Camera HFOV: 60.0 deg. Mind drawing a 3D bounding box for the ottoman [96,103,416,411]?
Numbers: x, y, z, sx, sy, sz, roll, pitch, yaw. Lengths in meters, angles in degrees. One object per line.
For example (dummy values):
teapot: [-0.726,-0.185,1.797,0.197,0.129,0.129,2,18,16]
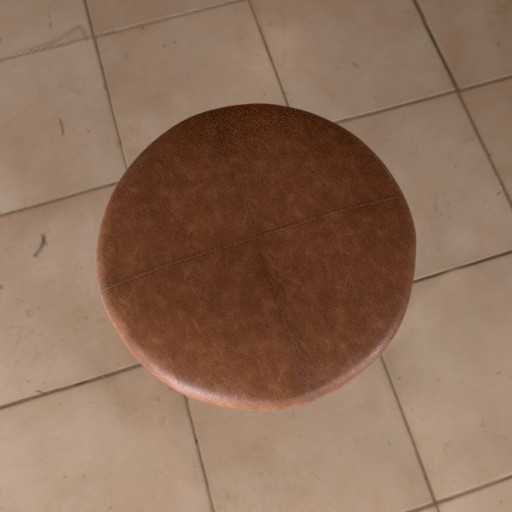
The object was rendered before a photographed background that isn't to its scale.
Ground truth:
ottoman: [0.000,0.000,1.535,1.006,0.445,1.006,0,75,0]
